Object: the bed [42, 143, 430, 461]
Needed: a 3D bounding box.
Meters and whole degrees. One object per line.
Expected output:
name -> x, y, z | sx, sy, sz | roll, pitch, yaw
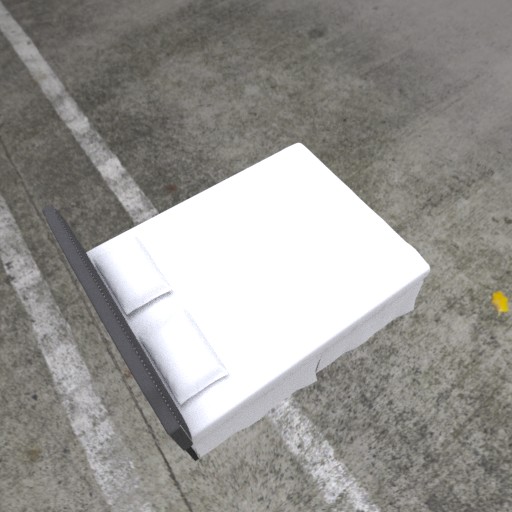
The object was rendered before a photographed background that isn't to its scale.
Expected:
bed -> 0.000, 0.000, 2.937 | 1.999, 1.270, 1.558 | -31, 63, -18
